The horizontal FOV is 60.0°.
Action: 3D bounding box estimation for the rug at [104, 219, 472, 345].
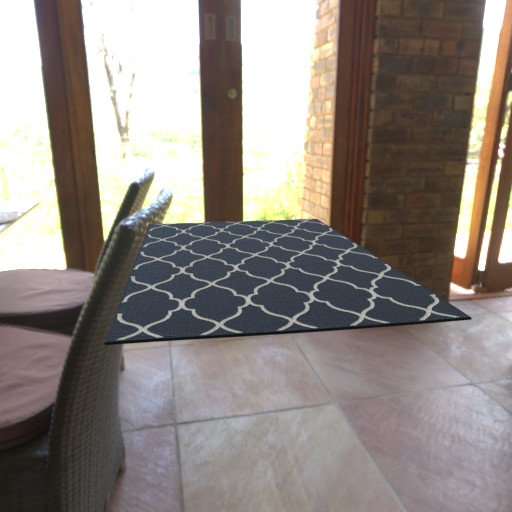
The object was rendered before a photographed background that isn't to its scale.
[{"bbox_3d":[0.000,0.000,2.864,1.526,0.014,2.290,-2,16,-9],"label":"rug"}]
